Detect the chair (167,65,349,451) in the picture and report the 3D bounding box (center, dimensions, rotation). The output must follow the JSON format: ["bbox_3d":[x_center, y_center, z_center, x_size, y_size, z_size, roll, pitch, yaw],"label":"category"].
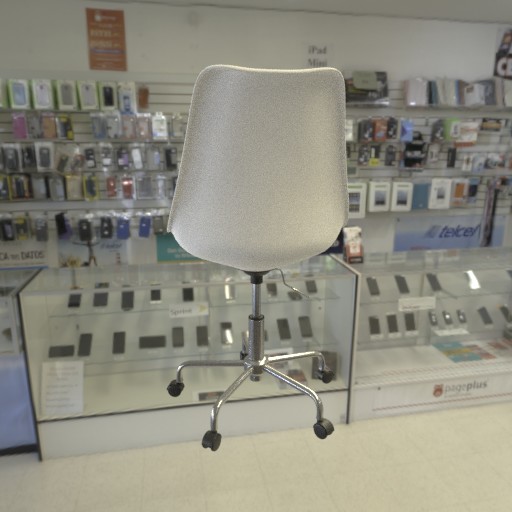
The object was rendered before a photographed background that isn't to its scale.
[{"bbox_3d":[0.000,0.000,1.265,0.550,0.930,0.550,-2,14,-8],"label":"chair"}]
